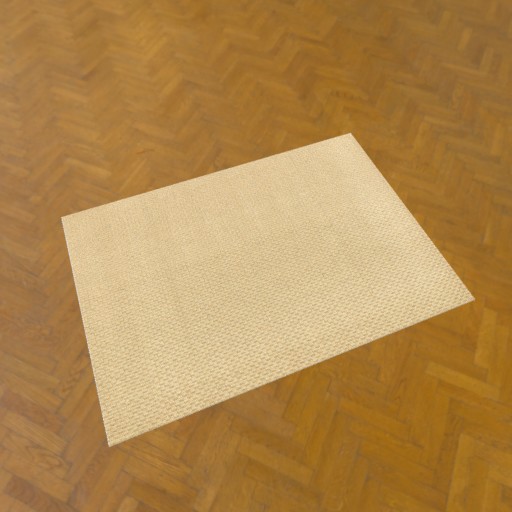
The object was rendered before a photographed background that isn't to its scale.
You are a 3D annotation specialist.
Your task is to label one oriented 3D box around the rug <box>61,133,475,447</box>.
[{"bbox_3d":[0.000,0.000,2.744,2.144,0.013,1.509,-19,59,-12],"label":"rug"}]
